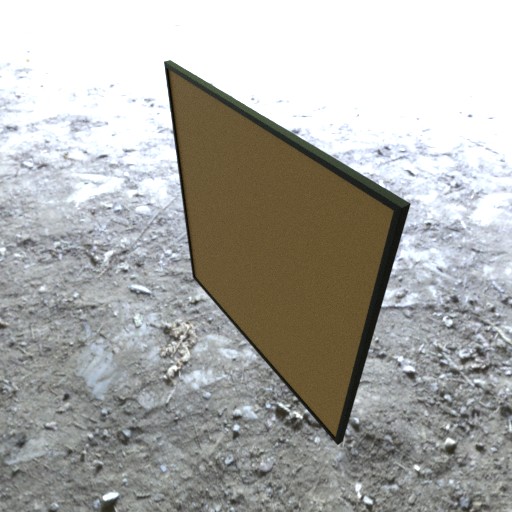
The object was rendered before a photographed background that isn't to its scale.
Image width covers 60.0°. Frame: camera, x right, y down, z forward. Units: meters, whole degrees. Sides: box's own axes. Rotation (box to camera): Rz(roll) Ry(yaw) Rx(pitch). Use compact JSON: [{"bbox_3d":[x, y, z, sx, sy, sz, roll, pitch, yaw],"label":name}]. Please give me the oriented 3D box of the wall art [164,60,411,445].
[{"bbox_3d":[0.000,0.000,0.683,0.013,0.457,0.458,-26,48,-26],"label":"wall art"}]
